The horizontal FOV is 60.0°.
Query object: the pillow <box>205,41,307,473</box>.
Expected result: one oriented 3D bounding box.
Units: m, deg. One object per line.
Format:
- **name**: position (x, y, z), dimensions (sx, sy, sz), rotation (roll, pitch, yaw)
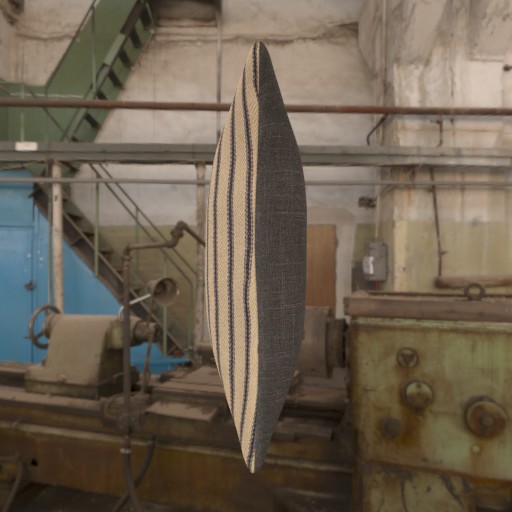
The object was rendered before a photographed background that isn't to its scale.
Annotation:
- **pillow**: position (0.000, 0.000, 0.684), dimensions (0.138, 0.444, 0.468), rotation (0, 0, 0)
